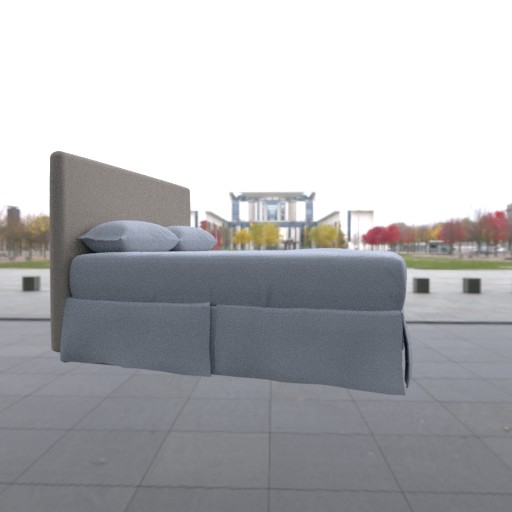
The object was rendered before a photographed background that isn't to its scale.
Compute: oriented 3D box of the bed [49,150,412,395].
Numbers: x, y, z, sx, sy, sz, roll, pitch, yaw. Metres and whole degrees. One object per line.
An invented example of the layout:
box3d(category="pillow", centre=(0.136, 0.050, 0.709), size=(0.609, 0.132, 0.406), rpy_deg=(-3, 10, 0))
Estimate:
box3d(category="bed", centre=(0.000, 0.000, 3.271), size=(2.142, 1.330, 1.884), rpy_deg=(0, 1, 17))
